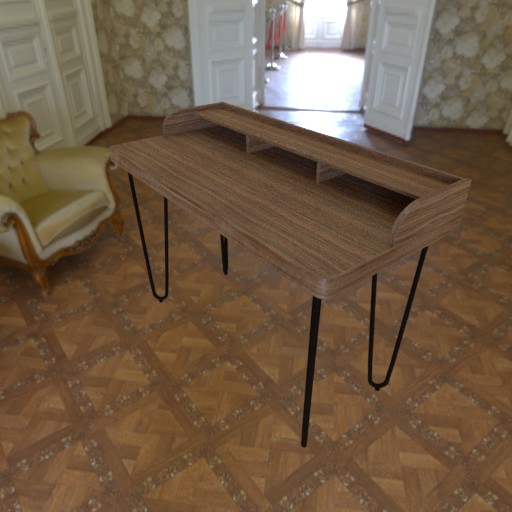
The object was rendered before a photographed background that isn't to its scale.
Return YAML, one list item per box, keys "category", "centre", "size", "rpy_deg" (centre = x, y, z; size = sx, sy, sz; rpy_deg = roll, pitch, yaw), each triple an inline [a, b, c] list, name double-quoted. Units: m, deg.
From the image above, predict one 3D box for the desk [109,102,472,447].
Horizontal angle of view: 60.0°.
- category: "desk"
  centre: [0.000, 0.000, 1.689]
  size: [0.565, 0.854, 1.200]
  rpy_deg: [-23, 38, -32]
